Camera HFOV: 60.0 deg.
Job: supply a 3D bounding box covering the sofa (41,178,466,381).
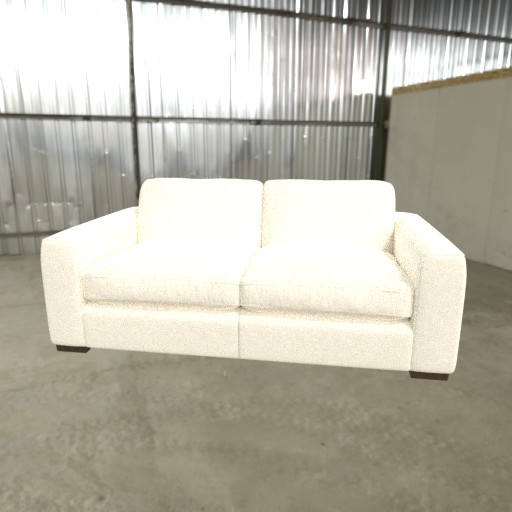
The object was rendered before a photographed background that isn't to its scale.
[{"bbox_3d":[0.000,0.000,2.451,1.920,0.801,1.069,2,15,8],"label":"sofa"}]
